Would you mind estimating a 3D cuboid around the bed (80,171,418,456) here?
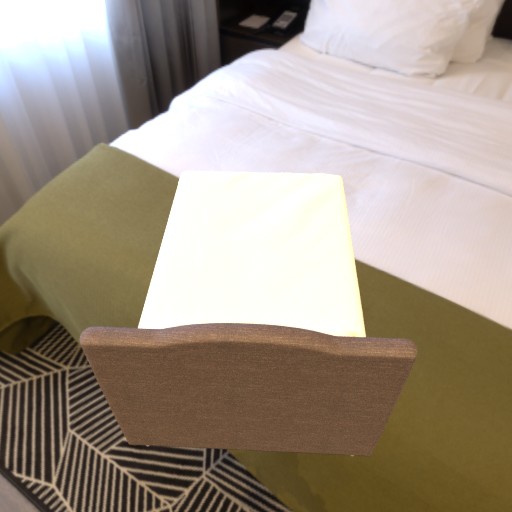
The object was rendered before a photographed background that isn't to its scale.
[{"bbox_3d":[0.000,0.000,3.486,1.741,1.441,2.507,2,46,2],"label":"bed"}]
